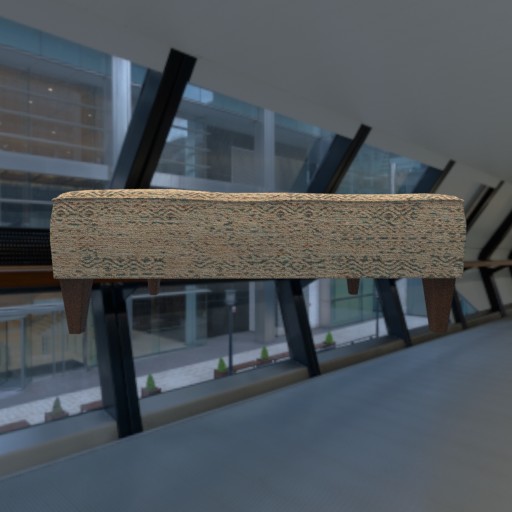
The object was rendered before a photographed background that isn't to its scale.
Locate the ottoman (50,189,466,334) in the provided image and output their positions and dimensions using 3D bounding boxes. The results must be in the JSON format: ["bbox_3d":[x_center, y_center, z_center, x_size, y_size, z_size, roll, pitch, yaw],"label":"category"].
[{"bbox_3d":[0.000,0.000,1.522,0.968,0.356,1.004,0,1,-1],"label":"ottoman"}]
